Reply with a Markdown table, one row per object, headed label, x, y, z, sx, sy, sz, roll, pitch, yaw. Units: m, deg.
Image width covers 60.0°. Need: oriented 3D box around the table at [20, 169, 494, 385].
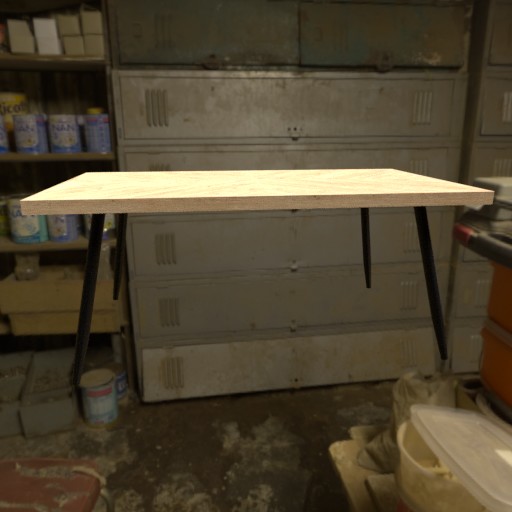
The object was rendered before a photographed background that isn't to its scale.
| label | x | y | z | sx | sy | sz | roll | pitch | yaw |
| --- | --- | --- | --- | --- | --- | --- | --- | --- | --- |
| table | 0.000 | 0.000 | 2.249 | 1.803 | 0.762 | 0.991 | -2 | 16 | -7 |
